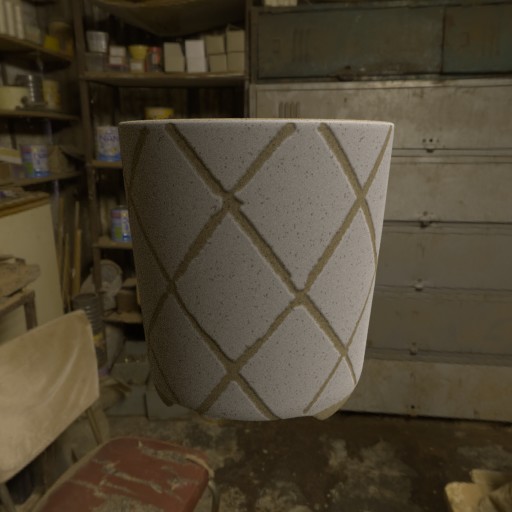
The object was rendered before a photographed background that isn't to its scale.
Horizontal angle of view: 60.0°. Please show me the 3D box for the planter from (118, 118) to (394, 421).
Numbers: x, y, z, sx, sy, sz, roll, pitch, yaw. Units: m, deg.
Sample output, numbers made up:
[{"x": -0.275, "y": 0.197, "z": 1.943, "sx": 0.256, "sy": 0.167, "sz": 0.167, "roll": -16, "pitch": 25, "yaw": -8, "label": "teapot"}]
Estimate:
[{"x": 0.000, "y": 0.000, "z": 0.411, "sx": 0.228, "sy": 0.235, "sz": 0.228, "roll": 0, "pitch": 15, "yaw": 0, "label": "planter"}]
